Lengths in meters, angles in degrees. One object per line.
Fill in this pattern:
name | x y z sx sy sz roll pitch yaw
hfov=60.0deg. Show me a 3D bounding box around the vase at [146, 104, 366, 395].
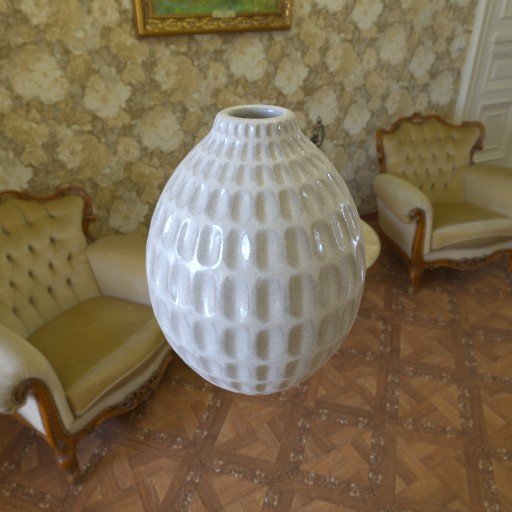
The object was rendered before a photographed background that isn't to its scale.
vase | 0.000 0.000 0.263 0.128 0.167 0.128 0 30 0
